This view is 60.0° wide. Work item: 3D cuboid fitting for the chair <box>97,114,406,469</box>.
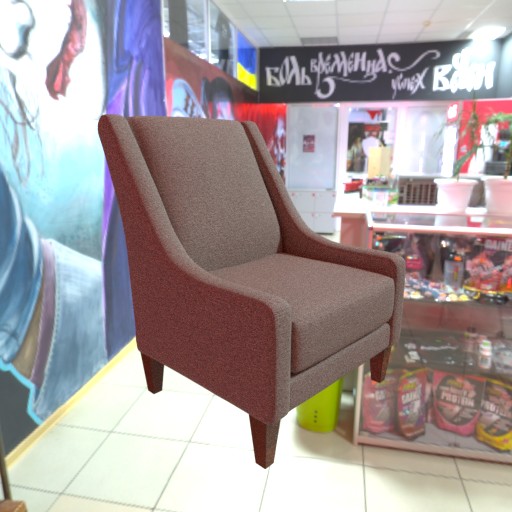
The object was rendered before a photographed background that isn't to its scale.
[{"bbox_3d":[0.000,0.000,1.653,0.870,1.016,0.774,13,19,42],"label":"chair"}]
